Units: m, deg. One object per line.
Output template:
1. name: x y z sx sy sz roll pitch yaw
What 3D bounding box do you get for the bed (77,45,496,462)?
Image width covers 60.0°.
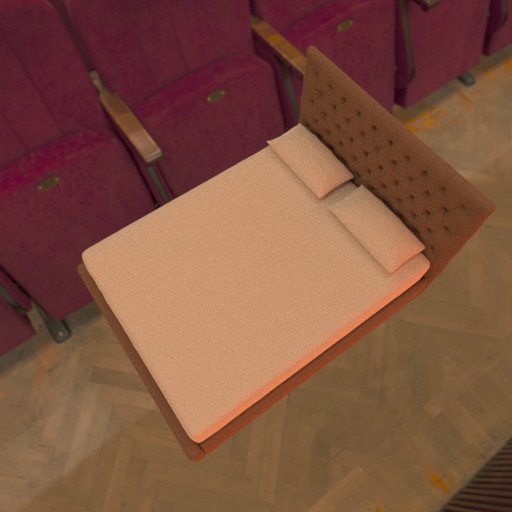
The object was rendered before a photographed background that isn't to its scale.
1. bed: 0.000 0.000 3.166 2.233 1.426 1.696 -33 68 -15
